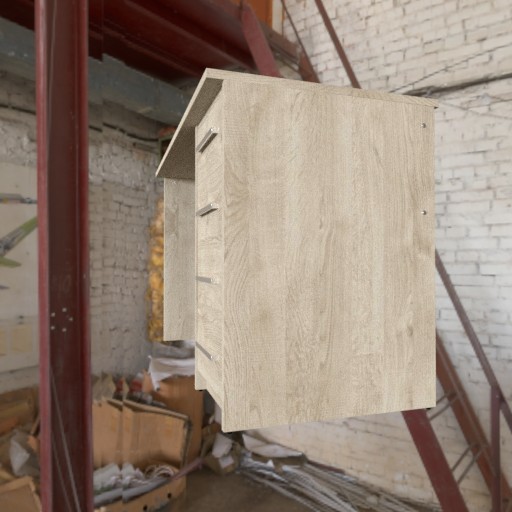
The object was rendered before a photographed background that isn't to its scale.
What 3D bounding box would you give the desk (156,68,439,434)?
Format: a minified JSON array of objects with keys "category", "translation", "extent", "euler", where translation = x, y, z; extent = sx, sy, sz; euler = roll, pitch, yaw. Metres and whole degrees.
[{"category":"desk","translation":[0.000,0.000,1.481],"extent":[0.560,0.730,1.096],"euler":[0,-1,-18]}]
